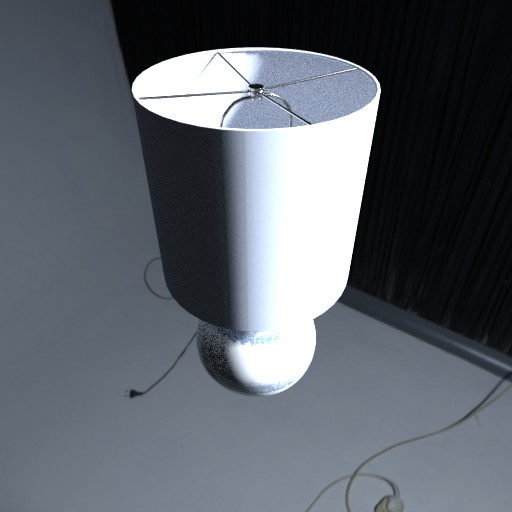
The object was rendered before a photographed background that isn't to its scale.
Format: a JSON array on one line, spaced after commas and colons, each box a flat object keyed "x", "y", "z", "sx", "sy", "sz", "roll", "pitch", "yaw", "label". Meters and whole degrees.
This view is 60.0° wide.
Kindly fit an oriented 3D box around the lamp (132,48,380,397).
[{"x": 0.000, "y": 0.000, "z": 0.522, "sx": 0.216, "sy": 0.404, "sz": 0.216, "roll": 26, "pitch": 46, "yaw": 28, "label": "lamp"}]
